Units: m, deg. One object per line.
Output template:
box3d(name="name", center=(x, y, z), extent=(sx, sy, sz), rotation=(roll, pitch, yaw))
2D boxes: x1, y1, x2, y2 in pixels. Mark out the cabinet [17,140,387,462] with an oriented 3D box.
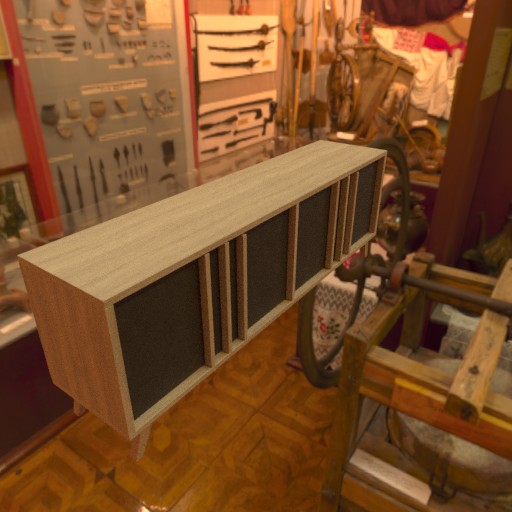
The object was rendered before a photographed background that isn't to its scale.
box3d(name="cabinet", center=(0.000, 0.000, 2.412), extent=(0.499, 0.779, 2.198), rotation=(19, 33, 32))
